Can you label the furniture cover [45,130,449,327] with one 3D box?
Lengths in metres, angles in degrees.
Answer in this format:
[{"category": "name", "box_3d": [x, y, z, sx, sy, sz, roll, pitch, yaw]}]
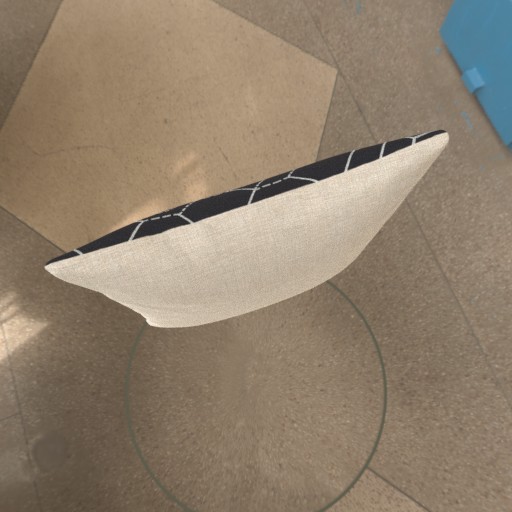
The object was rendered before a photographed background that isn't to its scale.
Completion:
[{"category": "furniture cover", "box_3d": [0.000, 0.000, 0.774, 0.517, 0.508, 0.158, -19, 75, -5]}]
